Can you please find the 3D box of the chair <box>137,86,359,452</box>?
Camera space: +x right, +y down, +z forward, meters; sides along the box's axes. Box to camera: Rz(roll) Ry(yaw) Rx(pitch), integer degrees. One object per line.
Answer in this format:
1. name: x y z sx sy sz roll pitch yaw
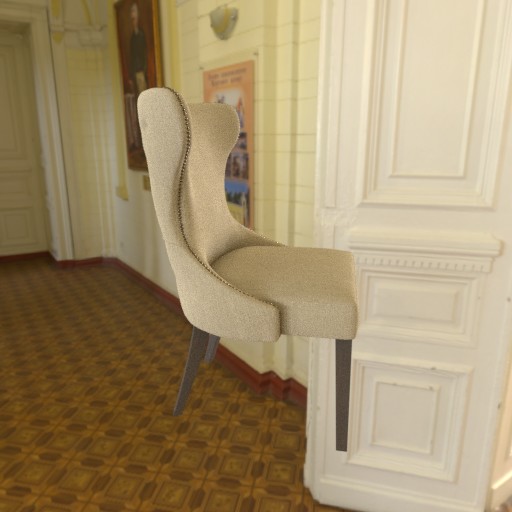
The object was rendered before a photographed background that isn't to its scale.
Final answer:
1. chair: 0.000 0.000 1.405 0.635 0.967 0.628 3 15 10
